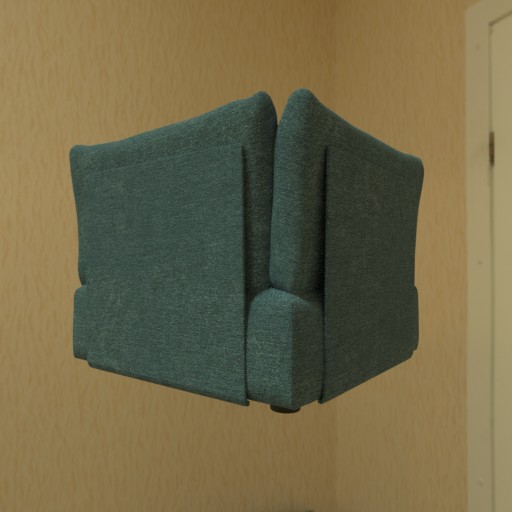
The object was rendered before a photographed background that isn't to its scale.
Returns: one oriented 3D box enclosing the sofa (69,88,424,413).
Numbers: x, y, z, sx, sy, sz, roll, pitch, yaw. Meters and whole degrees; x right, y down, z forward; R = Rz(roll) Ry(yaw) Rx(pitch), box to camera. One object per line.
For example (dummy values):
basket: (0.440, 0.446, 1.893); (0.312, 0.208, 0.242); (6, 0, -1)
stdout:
sofa: (0.000, 0.000, 1.711); (1.000, 0.820, 1.000); (-1, -1, 37)
